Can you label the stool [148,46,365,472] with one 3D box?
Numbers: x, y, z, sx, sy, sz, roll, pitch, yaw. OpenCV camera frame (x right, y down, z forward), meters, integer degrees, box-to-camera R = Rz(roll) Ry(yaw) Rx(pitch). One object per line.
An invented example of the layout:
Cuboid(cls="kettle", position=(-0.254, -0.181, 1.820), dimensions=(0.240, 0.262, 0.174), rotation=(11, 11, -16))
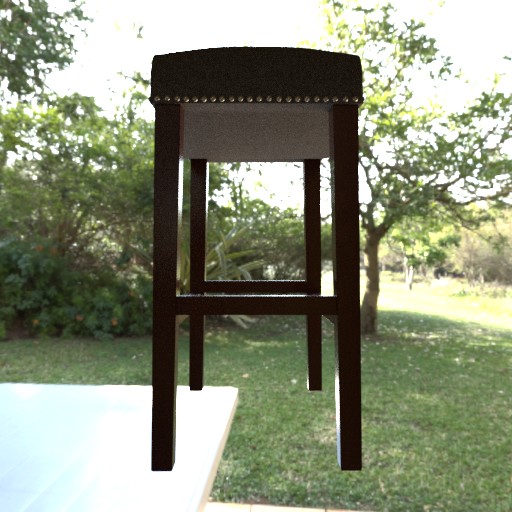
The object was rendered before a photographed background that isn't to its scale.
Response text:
Cuboid(cls="stool", position=(0.000, 0.000, 1.000), dimensions=(0.372, 0.742, 0.504), rotation=(0, 0, 0))
